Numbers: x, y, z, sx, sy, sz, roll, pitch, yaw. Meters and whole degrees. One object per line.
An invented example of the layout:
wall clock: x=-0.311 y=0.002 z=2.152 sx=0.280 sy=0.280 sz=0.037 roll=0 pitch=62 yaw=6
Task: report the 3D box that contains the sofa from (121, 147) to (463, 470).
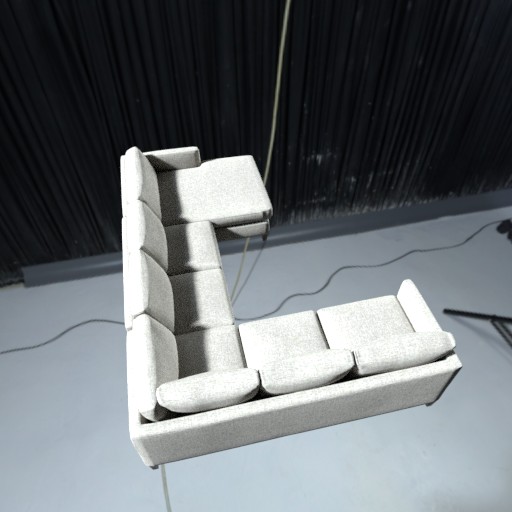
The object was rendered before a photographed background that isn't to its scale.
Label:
sofa: x=0.000 y=0.000 z=4.558 sx=2.593 sy=0.959 sz=3.460 roll=-9 pitch=48 yaw=-8
